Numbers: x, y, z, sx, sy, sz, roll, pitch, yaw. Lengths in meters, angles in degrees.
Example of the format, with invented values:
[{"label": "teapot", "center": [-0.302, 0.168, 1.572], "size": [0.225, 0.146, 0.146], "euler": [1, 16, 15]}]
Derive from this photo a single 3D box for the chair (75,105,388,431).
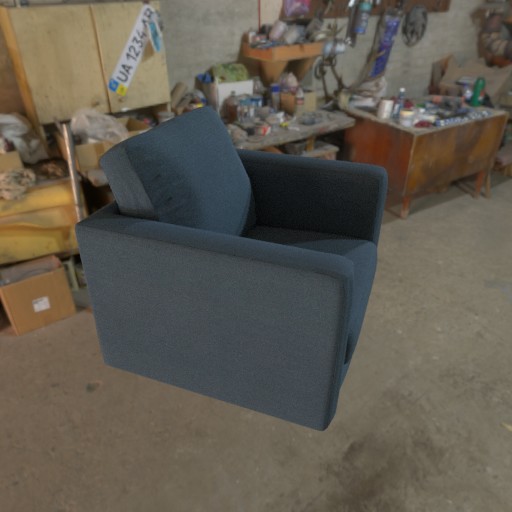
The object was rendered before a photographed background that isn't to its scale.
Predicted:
[{"label": "chair", "center": [0.000, 0.000, 1.590], "size": [0.820, 0.922, 0.855], "euler": [11, 32, 18]}]
